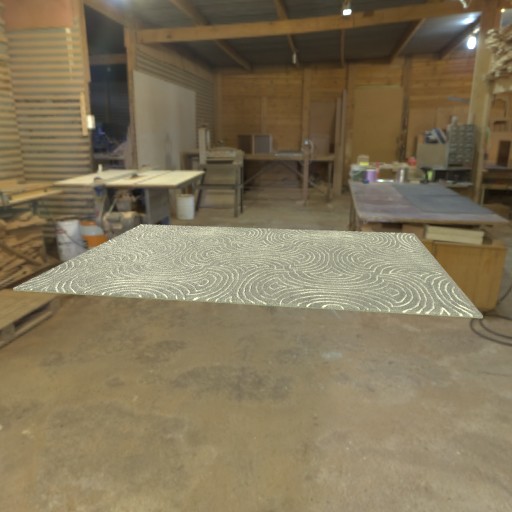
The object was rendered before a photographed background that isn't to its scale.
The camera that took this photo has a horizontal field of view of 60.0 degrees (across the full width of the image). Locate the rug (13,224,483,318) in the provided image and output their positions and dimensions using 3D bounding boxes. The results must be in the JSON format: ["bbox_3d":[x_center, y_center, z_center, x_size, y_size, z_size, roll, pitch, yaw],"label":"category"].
[{"bbox_3d":[0.000,0.000,2.724,2.144,0.015,1.543,2,16,9],"label":"rug"}]
